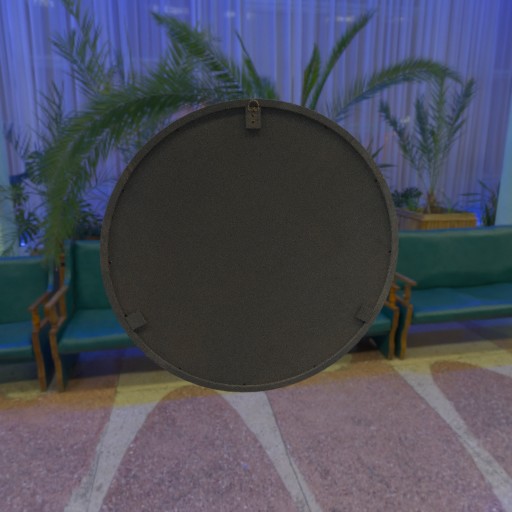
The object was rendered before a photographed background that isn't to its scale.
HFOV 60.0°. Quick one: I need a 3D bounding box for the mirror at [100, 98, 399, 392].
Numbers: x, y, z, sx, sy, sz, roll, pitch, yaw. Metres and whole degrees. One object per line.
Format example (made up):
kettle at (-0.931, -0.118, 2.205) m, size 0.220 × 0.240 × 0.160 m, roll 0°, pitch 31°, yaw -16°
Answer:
mirror at (0.000, 0.000, 1.061) m, size 0.710 × 0.710 × 0.038 m, roll -2°, pitch 15°, yaw -9°
